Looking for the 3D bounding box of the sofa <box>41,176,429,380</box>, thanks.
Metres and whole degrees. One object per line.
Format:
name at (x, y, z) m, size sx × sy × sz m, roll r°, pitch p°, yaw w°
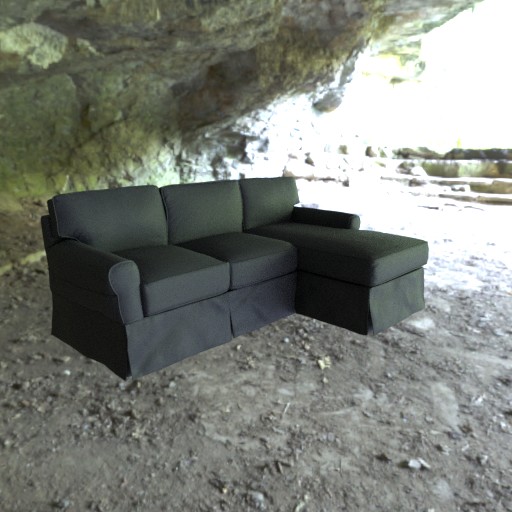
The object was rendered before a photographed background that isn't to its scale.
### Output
sofa at (0.000, 0.000, 3.324) m, size 2.518 × 1.039 × 1.637 m, roll -14°, pitch 20°, yaw -43°
